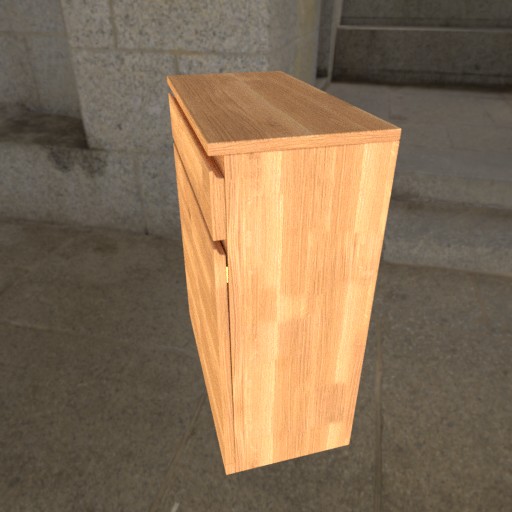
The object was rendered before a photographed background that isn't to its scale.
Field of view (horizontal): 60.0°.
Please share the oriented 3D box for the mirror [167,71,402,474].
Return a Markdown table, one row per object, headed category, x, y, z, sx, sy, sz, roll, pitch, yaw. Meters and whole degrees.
| category | x | y | z | sx | sy | sz | roll | pitch | yaw |
| --- | --- | --- | --- | --- | --- | --- | --- | --- | --- |
| mirror | 0.000 | 0.000 | 1.444 | 0.400 | 1.000 | 0.800 | -8 | 32 | -13 |
